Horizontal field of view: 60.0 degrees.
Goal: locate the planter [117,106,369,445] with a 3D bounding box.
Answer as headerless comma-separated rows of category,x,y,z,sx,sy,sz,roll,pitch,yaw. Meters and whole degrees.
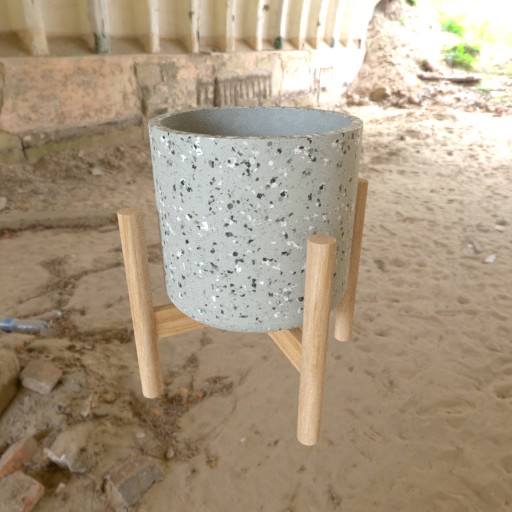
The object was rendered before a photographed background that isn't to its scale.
planter,0.000,0.000,0.536,0.284,0.320,0.284,-1,26,-1
